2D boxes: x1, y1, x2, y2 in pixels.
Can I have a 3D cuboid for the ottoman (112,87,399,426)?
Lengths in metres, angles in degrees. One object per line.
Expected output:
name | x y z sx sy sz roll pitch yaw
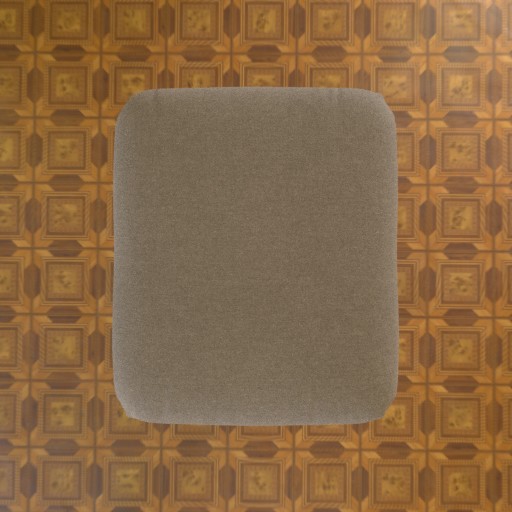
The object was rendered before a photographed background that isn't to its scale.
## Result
ottoman | 0.000 0.000 1.106 0.622 0.450 0.747 0 89 1
